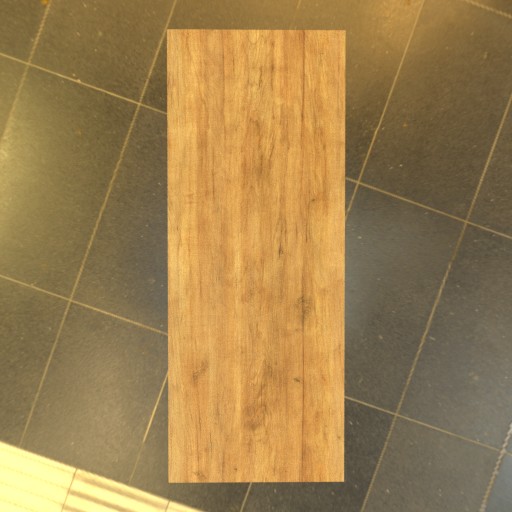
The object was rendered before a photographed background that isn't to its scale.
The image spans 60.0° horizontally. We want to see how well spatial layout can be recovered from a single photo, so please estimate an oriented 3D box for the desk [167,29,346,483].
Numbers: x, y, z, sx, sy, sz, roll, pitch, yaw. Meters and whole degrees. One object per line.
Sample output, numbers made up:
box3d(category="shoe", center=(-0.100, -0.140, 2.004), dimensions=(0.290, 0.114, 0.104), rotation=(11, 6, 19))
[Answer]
box3d(category="desk", center=(0.000, 0.000, 1.869), dimensions=(0.600, 0.760, 1.520), rotation=(0, 91, -1))
